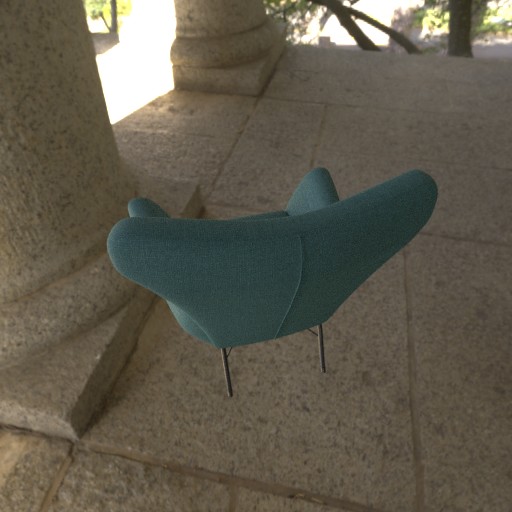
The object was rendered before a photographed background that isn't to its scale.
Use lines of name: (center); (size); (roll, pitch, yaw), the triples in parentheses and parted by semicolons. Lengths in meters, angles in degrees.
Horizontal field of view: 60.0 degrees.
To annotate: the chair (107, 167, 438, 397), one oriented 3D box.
chair: (0.000, 0.000, 1.845); (1.050, 0.980, 0.900); (-12, 44, -13)
